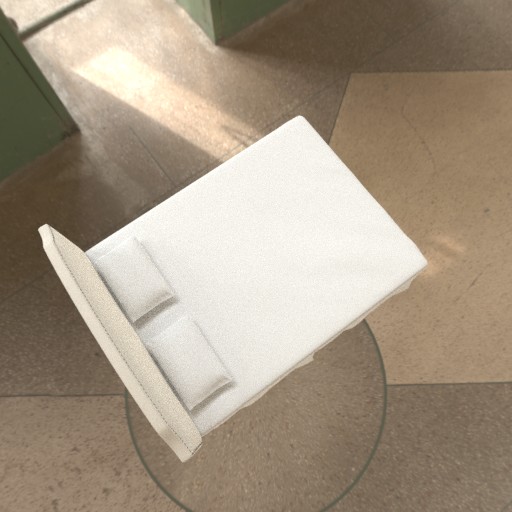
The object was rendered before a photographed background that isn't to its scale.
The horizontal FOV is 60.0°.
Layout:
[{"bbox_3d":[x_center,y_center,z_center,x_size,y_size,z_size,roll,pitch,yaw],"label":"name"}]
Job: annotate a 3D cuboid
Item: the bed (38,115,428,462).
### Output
[{"bbox_3d":[0.000,0.000,2.953,1.999,1.270,1.558,-35,77,-9],"label":"bed"}]
